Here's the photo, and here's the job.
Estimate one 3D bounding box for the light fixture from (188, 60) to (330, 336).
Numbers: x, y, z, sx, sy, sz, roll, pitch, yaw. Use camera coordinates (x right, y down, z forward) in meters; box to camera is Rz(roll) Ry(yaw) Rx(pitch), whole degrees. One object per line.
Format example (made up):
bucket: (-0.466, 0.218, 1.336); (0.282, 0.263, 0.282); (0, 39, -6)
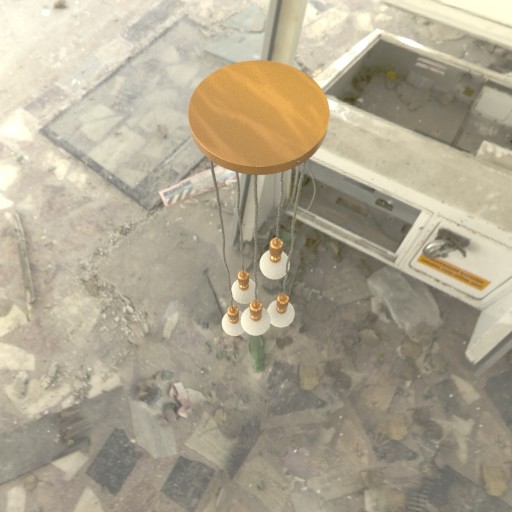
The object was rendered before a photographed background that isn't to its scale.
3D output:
light fixture: (0.000, 0.000, 0.506); (0.108, 0.457, 0.105); (-30, 67, -14)
